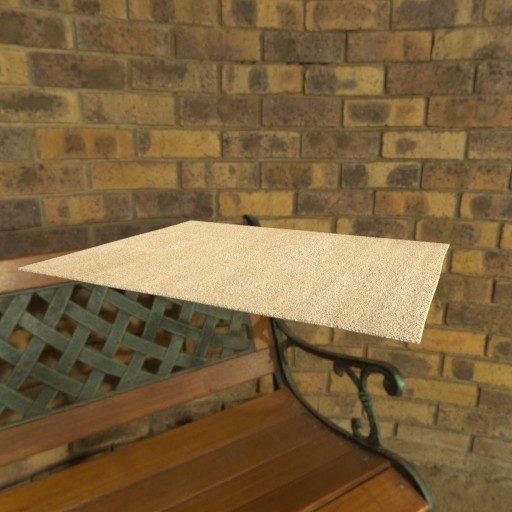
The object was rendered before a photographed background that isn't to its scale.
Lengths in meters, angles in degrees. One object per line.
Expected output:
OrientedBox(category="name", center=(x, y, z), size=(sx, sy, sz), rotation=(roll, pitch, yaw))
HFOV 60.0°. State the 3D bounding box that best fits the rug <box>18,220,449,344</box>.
OrientedBox(category="rug", center=(0.000, 0.000, 3.897), size=(3.000, 0.025, 2.400), rotation=(7, 16, 25))
